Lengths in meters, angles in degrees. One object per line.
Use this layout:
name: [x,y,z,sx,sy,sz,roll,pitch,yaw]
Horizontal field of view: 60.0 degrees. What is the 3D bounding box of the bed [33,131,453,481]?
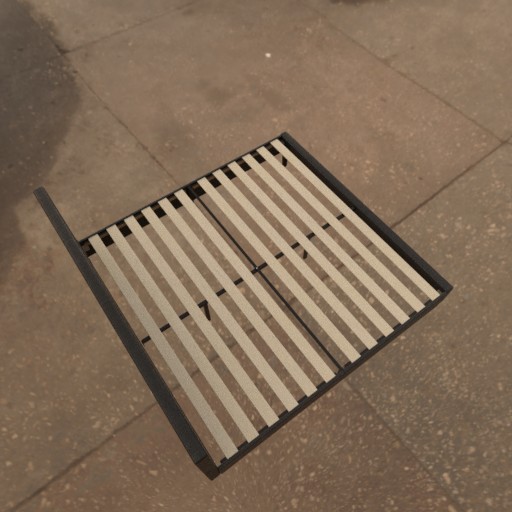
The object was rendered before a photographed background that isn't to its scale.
bed: [0.000,0.000,3.237,2.152,1.046,2.018,-32,64,-18]
